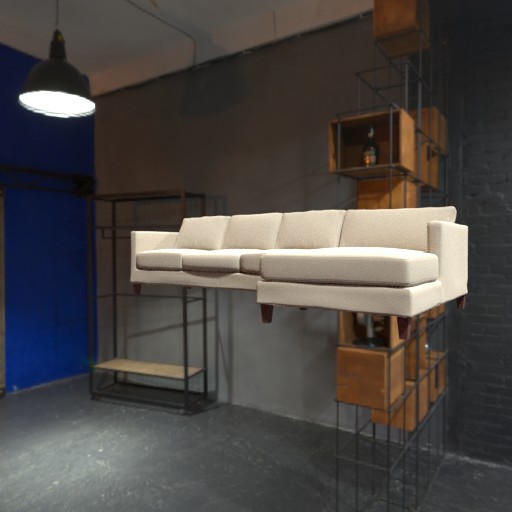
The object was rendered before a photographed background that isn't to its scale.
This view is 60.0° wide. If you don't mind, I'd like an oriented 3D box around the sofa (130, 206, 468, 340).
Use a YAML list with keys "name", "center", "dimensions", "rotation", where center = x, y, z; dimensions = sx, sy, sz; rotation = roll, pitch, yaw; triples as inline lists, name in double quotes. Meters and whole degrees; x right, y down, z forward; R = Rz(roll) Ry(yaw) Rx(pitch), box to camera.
- name: "sofa"
  center: [0.000, 0.000, 3.939]
  dimensions: [3.186, 0.861, 1.625]
  rotation: [1, 1, 36]
